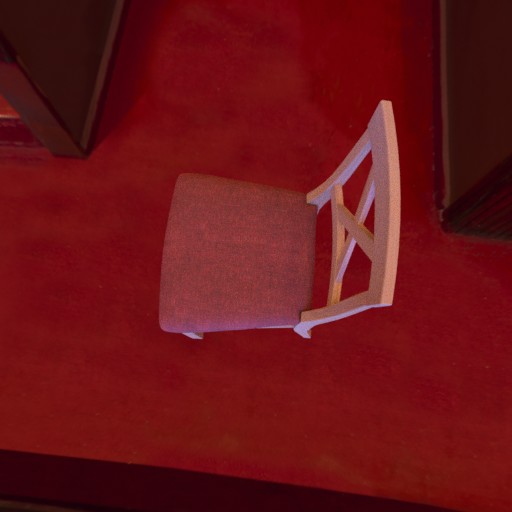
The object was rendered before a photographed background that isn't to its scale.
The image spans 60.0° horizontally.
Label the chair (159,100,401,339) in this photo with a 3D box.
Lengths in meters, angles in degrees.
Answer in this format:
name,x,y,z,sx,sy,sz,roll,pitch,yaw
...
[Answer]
name,x,y,z,sx,sy,sz,roll,pitch,yaw
chair,0.000,0.000,1.195,0.492,0.912,0.439,4,76,1
